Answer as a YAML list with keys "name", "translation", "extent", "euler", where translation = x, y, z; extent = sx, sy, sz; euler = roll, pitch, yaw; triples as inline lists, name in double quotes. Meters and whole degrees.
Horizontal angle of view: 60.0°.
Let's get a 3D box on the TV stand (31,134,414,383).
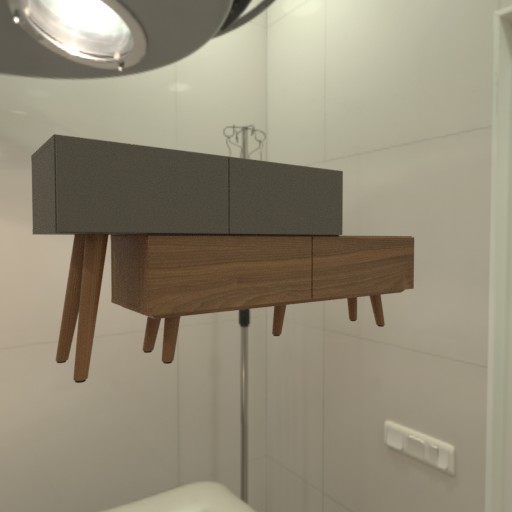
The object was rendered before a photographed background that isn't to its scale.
- name: "TV stand"
  translation: [0.000, 0.000, 1.525]
  extent: [1.336, 0.591, 0.329]
  euler: [-1, 2, -35]
